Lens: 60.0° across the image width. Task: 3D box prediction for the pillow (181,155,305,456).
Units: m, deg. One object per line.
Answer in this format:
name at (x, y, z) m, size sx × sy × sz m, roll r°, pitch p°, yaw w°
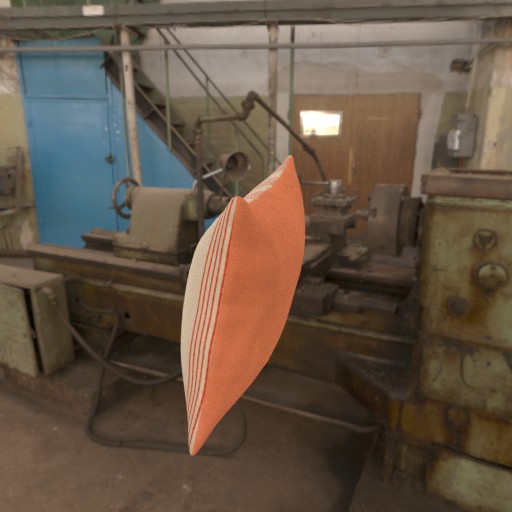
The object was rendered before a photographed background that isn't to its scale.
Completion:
pillow at (0.000, 0.000, 0.731) m, size 0.156 × 0.292 × 0.608 m, roll 2°, pitch 16°, yaw 9°
